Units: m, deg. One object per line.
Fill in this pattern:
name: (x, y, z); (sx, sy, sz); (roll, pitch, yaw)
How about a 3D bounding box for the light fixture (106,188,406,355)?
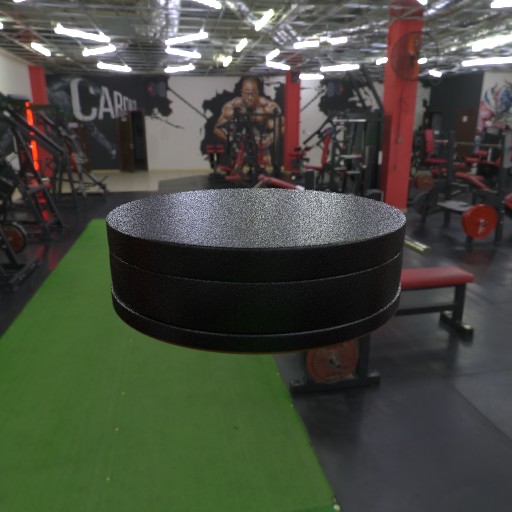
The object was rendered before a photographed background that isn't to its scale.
light fixture: (0.000, 0.000, 0.448); (0.283, 0.097, 0.283); (0, 17, 0)
